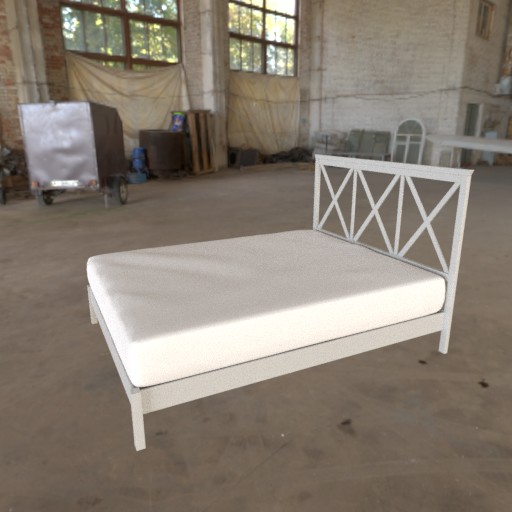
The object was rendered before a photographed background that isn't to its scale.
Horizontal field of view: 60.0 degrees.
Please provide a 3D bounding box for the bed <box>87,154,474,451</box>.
[{"bbox_3d":[0.000,0.000,3.134,2.135,1.253,1.673,-8,18,-26],"label":"bed"}]
